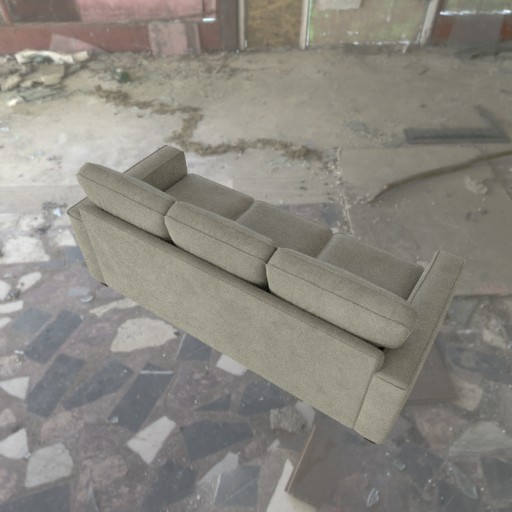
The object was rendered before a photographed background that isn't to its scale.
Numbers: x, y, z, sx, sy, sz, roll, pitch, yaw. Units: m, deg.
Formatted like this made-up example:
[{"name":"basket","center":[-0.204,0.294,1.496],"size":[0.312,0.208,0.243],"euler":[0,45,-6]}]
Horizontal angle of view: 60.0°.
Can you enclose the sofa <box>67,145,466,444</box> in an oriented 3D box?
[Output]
[{"name":"sofa","center":[0.000,0.000,2.621],"size":[2.133,0.965,0.939],"euler":[25,50,23]}]
